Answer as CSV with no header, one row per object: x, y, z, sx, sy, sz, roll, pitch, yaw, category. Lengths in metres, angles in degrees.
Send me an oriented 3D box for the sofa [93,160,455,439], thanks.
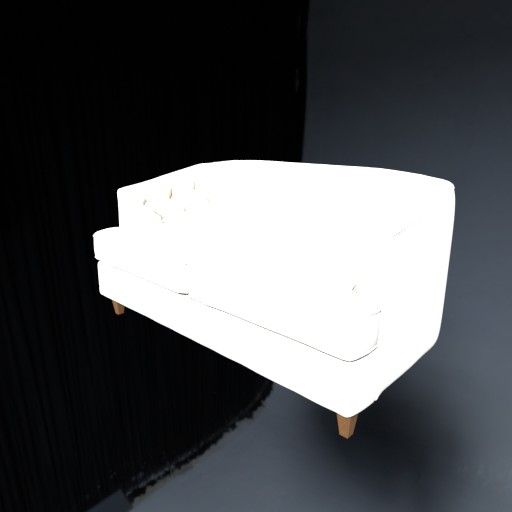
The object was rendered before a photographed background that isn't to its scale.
0.000,0.000,2.248,1.731,0.878,0.940,15,22,42,sofa
